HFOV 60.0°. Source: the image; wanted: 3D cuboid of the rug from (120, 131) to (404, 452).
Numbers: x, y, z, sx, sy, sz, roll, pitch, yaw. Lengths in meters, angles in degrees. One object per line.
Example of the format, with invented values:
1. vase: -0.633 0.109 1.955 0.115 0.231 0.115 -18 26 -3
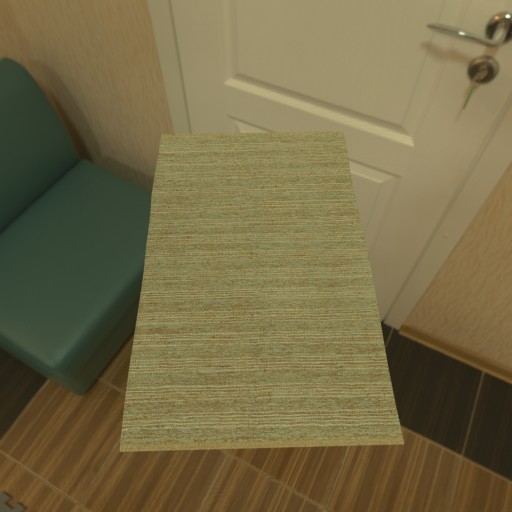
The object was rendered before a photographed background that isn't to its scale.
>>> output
1. rug: 0.000 0.000 3.036 1.540 0.012 2.448 -1 57 -1
